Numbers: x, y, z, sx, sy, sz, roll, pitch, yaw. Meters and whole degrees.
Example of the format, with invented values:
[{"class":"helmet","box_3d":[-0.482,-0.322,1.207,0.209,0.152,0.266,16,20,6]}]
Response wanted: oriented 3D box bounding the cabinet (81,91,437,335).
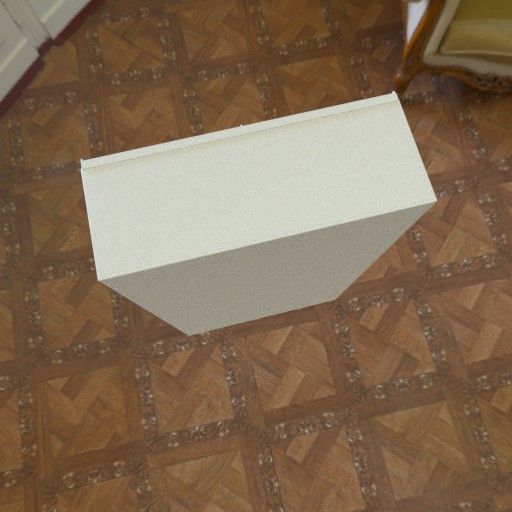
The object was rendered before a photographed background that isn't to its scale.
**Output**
[{"class":"cabinet","box_3d":[0.000,0.000,2.679,1.250,2.160,0.480,-13,75,-4]}]
